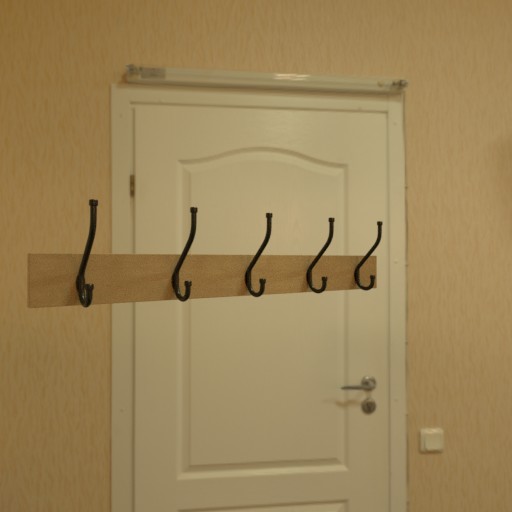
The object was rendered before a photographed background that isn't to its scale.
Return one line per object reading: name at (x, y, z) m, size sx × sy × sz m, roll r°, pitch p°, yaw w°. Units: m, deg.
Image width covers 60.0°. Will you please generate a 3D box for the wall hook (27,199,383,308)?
wall hook at (0.000, 0.000, 0.628) m, size 0.571 × 0.117 × 0.071 m, roll 0°, pitch -1°, yaw -35°
